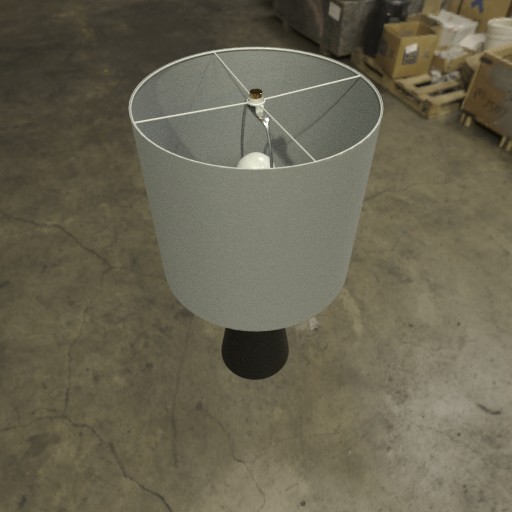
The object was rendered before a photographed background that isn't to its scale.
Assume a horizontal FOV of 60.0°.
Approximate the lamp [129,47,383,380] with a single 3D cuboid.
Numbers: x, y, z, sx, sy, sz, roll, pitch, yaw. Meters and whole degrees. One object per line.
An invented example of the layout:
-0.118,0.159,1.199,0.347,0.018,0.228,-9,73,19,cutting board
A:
0.000,0.000,0.751,0.308,0.580,0.308,-18,49,-16,lamp
